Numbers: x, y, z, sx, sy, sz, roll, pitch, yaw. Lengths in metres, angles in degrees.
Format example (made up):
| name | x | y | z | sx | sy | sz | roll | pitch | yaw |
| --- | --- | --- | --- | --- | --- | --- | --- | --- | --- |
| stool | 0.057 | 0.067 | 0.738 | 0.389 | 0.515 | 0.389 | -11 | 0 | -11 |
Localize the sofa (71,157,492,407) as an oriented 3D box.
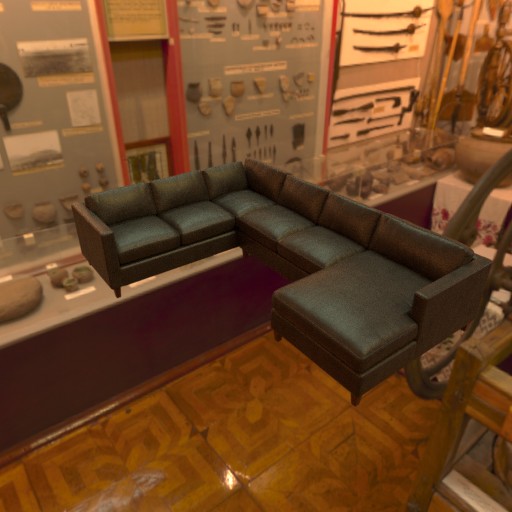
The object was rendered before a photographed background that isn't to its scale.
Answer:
| name | x | y | z | sx | sy | sz | roll | pitch | yaw |
| --- | --- | --- | --- | --- | --- | --- | --- | --- | --- |
| sofa | 0.000 | 0.000 | 4.338 | 2.452 | 0.891 | 3.324 | -20 | 35 | -31 |
